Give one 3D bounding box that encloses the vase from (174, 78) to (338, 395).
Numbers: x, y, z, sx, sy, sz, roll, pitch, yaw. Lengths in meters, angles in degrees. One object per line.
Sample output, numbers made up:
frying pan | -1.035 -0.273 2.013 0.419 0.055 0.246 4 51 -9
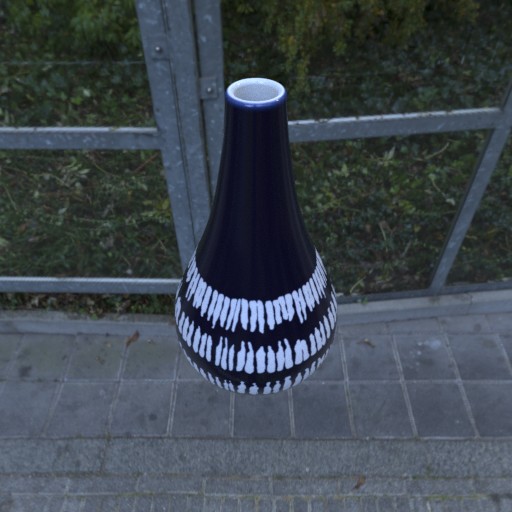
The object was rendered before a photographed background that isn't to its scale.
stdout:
vase | 0.000 0.000 0.383 0.159 0.295 0.159 0 45 0
